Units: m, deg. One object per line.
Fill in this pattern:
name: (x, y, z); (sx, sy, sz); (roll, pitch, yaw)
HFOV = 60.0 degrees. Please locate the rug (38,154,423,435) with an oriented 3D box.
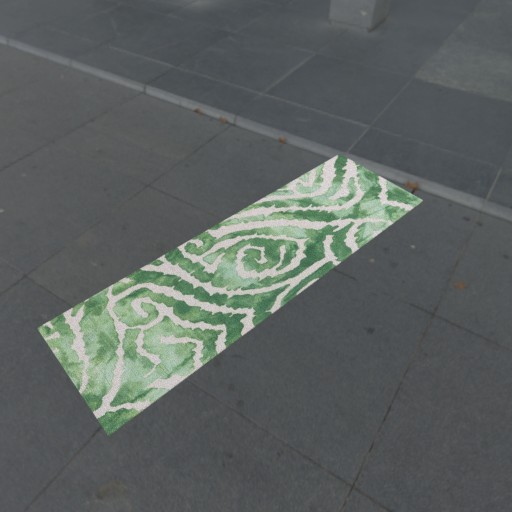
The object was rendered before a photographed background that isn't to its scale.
rug: (0.000, 0.000, 2.720); (2.438, 0.006, 0.761); (-33, 55, -27)
